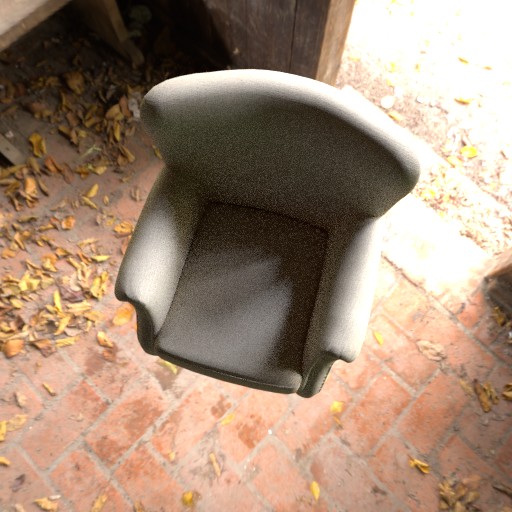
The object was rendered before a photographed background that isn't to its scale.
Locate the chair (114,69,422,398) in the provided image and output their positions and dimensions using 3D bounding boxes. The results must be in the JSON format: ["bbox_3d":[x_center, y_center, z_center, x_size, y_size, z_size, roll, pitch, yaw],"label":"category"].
[{"bbox_3d":[0.000,0.000,1.641,0.861,0.936,0.921,14,74,4],"label":"chair"}]
